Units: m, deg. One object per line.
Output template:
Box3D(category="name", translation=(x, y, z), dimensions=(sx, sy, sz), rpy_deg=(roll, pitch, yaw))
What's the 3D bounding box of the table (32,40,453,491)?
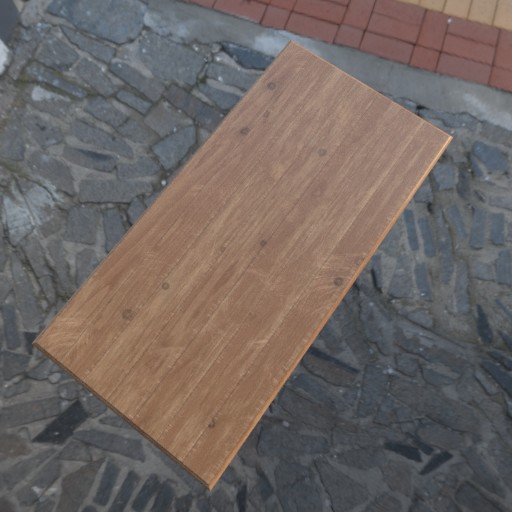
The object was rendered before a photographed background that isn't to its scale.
Box3D(category="table", translation=(0.000, 0.000, 1.381), dimensions=(0.559, 0.458, 1.118), rpy_deg=(35, 77, 9))
